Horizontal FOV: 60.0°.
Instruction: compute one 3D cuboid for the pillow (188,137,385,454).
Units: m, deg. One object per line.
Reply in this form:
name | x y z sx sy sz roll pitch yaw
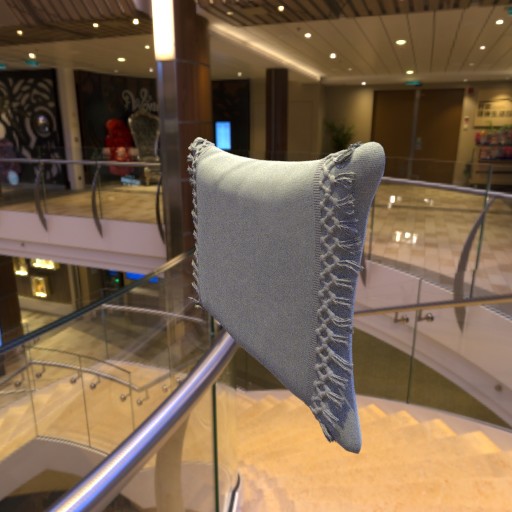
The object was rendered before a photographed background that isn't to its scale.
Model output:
pillow | 0.000 0.000 0.592 0.084 0.305 0.466 -7 17 -25
